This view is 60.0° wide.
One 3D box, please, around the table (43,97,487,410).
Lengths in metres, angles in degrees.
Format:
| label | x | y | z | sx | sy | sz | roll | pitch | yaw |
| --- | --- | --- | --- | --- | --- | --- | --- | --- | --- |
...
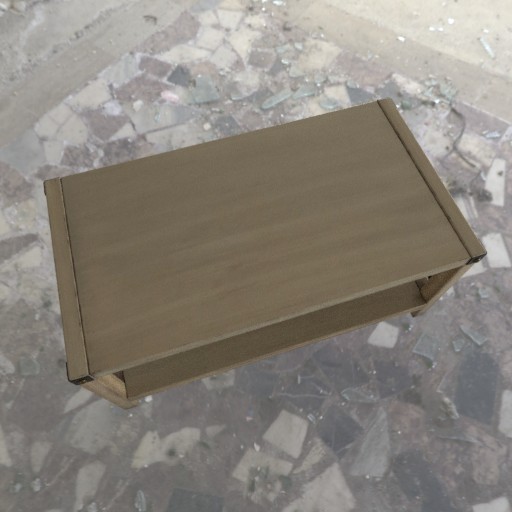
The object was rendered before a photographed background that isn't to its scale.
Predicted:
| label | x | y | z | sx | sy | sz | roll | pitch | yaw |
| --- | --- | --- | --- | --- | --- | --- | --- | --- | --- |
| table | 0.000 | 0.000 | 1.319 | 1.016 | 0.456 | 0.559 | -16 | 64 | -8 |
